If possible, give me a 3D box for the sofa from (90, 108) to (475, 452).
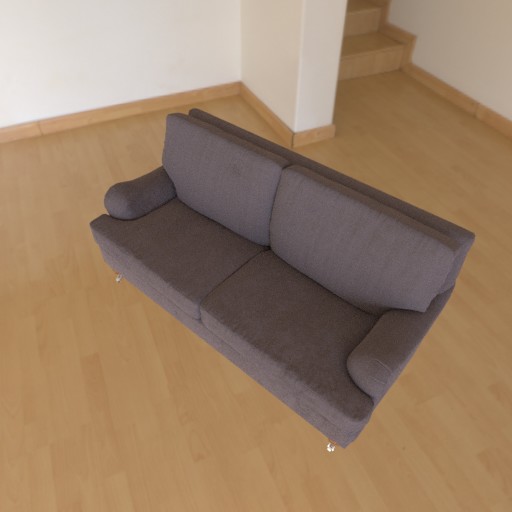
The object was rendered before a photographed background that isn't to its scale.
[{"bbox_3d":[0.000,0.000,2.785,2.165,1.087,1.086,32,53,27],"label":"sofa"}]
